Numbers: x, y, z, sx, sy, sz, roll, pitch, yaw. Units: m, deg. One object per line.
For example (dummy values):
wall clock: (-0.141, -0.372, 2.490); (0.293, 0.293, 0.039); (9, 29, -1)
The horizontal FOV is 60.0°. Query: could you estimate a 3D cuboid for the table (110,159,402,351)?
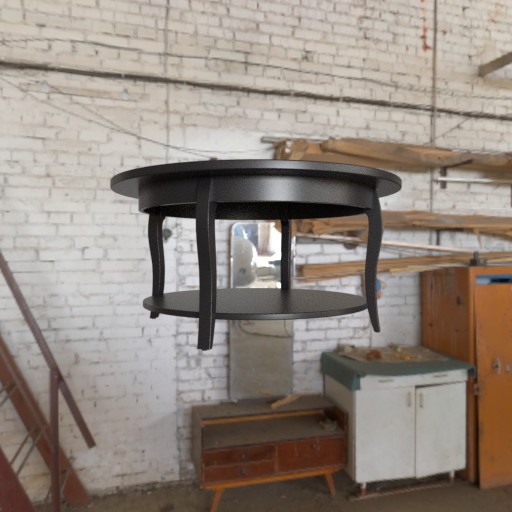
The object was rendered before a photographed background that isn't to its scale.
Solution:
table: (0.000, 0.000, 1.467); (0.914, 0.457, 0.914); (0, 1, 0)
